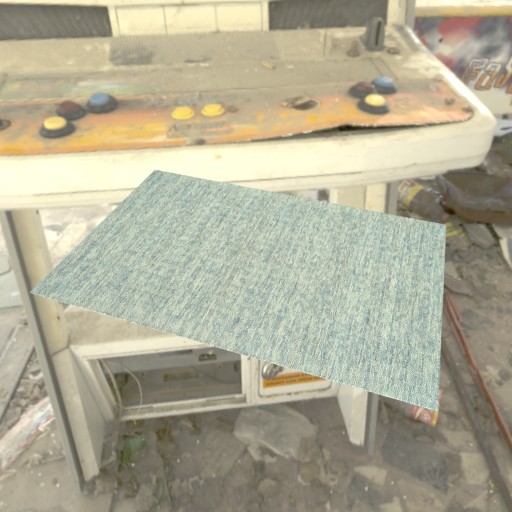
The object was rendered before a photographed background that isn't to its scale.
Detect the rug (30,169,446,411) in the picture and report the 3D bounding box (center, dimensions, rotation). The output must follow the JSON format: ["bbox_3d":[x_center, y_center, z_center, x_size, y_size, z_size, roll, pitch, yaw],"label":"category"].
[{"bbox_3d":[0.000,0.000,2.181,1.752,0.006,1.142,13,43,14],"label":"rug"}]
